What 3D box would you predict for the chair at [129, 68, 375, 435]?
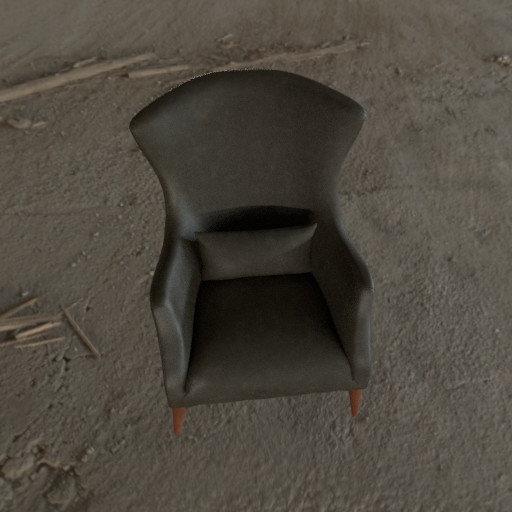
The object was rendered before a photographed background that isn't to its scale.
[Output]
[{"bbox_3d":[0.000,0.000,1.734,0.819,1.068,0.954,-4,47,-4],"label":"chair"}]
